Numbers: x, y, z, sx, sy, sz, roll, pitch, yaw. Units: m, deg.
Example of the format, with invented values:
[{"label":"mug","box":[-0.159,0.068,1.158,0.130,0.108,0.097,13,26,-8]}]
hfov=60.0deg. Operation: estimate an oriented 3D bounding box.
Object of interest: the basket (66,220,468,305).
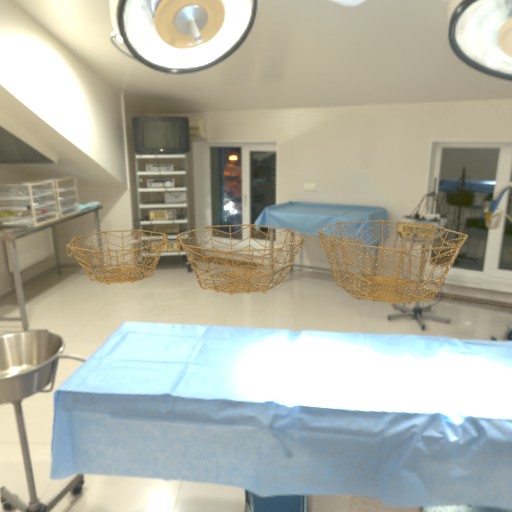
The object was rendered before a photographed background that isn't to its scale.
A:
[{"label":"basket","box":[0.000,0.000,1.404,1.245,0.178,0.432,2,15,9]}]
